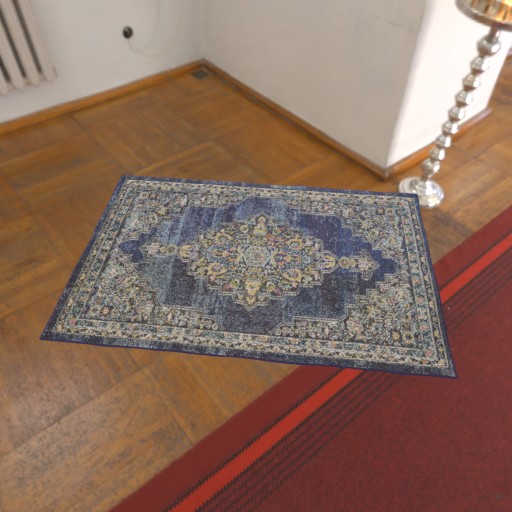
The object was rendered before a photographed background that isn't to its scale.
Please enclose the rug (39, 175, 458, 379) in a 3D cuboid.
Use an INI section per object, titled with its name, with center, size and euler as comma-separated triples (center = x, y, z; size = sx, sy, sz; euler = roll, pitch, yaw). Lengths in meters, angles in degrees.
[rug]
center = 0.000, 0.000, 2.261
size = 1.781, 0.012, 1.184
euler = 4, 48, 4
